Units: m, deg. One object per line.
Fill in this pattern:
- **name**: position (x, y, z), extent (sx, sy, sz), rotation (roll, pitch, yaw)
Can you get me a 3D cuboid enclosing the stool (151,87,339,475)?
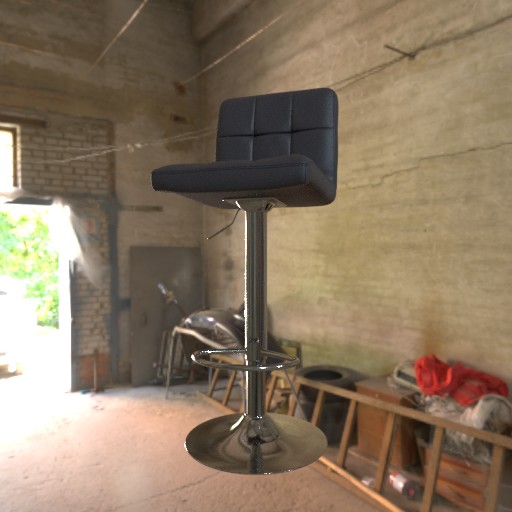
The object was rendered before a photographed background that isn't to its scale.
- **stool**: position (0.000, 0.000, 1.328), extent (0.430, 1.115, 0.505), rotation (0, 1, 19)
